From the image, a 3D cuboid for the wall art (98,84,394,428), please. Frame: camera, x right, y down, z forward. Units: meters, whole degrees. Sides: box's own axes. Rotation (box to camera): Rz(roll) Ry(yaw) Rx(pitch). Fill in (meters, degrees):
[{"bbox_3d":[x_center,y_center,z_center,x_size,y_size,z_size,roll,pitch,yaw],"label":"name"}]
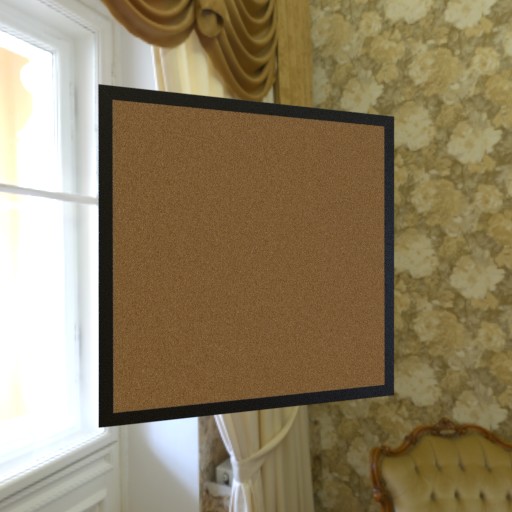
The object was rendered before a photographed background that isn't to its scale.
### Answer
[{"bbox_3d":[0.000,0.000,0.455,0.304,0.304,0.038,0,0,-18],"label":"wall art"}]
